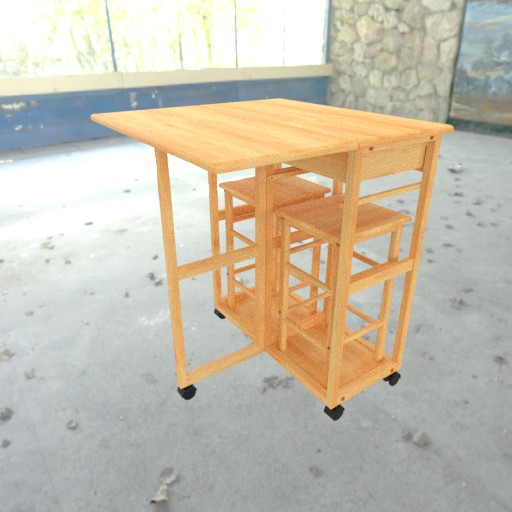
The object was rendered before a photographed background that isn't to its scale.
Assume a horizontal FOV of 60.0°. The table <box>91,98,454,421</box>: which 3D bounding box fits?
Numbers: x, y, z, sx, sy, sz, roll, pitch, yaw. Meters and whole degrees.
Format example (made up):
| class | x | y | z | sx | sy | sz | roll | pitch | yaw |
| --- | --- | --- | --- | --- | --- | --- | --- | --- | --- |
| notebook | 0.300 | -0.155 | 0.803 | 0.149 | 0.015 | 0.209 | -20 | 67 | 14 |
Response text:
| class | x | y | z | sx | sy | sz | roll | pitch | yaw |
| --- | --- | --- | --- | --- | --- | --- | --- | --- | --- |
| table | 0.000 | 0.000 | 1.388 | 0.693 | 0.832 | 0.752 | -17 | 31 | -31 |
